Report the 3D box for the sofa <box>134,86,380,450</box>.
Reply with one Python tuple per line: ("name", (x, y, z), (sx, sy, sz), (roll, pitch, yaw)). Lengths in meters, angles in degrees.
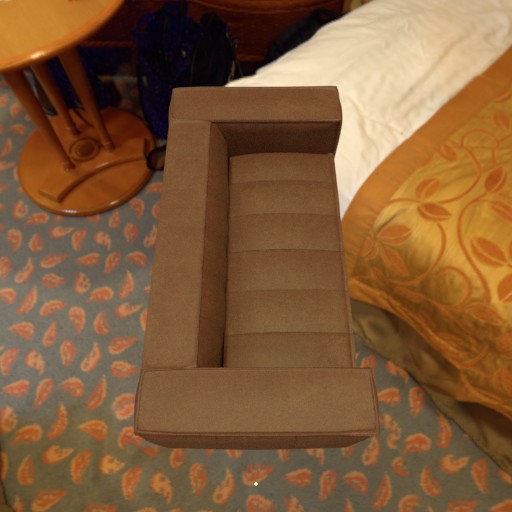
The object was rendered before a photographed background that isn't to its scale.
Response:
("sofa", (0.000, 0.000, 2.614), (1.102, 0.703, 2.088), (0, 63, 0))
